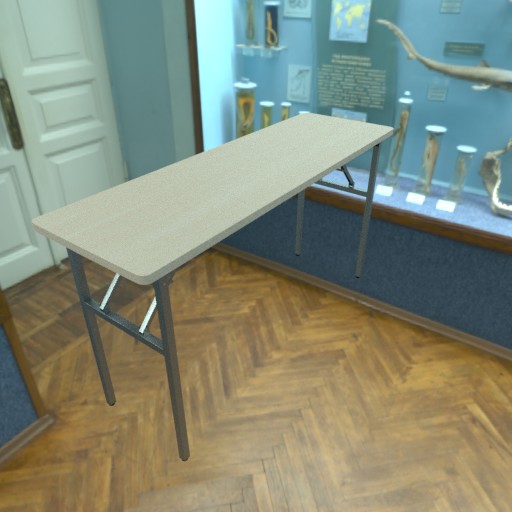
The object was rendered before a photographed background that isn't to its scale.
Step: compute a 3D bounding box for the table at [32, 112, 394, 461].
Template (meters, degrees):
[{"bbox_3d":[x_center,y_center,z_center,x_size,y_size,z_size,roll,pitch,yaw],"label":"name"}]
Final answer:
[{"bbox_3d":[0.000,0.000,1.714,0.446,0.750,1.397,21,38,30],"label":"table"}]
